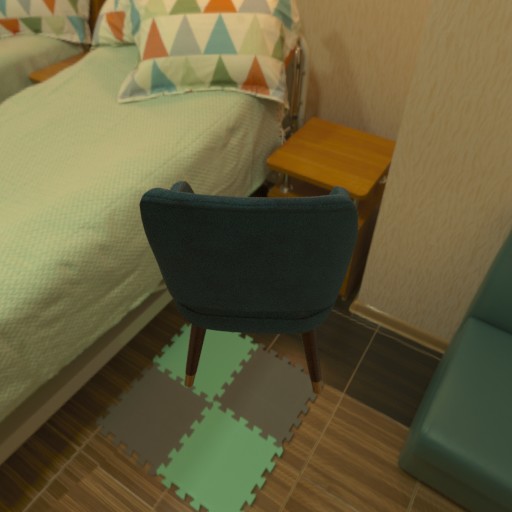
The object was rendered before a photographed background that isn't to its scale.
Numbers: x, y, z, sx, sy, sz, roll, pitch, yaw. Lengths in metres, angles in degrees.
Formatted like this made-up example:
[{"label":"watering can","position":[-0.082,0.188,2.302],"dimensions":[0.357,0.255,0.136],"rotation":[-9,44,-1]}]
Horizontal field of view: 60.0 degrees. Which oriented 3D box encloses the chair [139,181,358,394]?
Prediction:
[{"label":"chair","position":[0.000,0.000,1.607],"dimensions":[0.683,1.081,0.794],"rotation":[2,45,2]}]
